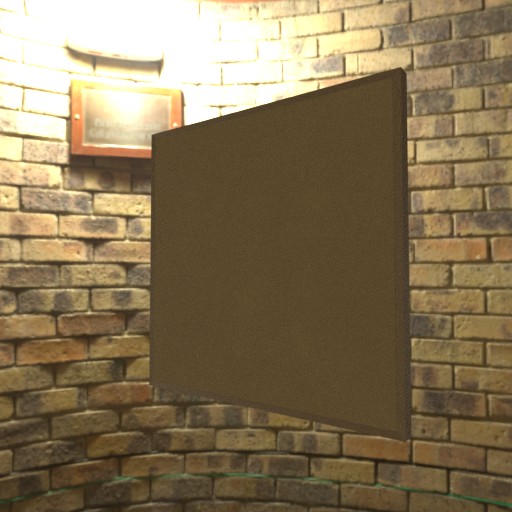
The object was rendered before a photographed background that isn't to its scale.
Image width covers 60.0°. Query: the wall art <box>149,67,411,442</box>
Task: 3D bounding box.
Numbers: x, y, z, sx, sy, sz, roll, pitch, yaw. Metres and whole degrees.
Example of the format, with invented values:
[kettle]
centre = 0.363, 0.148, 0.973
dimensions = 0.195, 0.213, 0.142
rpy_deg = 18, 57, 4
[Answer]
[wall art]
centre = 0.000, 0.000, 1.133
dimensions = 0.761, 0.758, 0.038
rpy_deg = -2, -3, 36
